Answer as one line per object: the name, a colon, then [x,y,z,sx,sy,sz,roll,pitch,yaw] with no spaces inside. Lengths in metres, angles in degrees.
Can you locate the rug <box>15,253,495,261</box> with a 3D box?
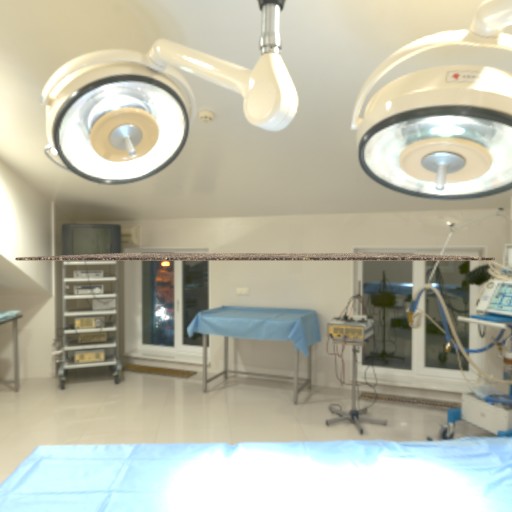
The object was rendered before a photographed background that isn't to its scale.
rug: [0.000,0.000,2.260,1.814,0.012,1.186,0,1,1]
